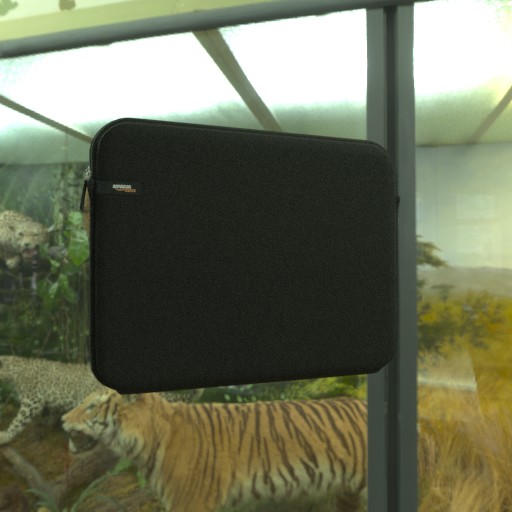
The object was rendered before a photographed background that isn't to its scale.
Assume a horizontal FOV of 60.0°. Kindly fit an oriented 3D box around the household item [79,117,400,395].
[{"bbox_3d":[0.000,0.000,0.534,0.396,0.305,0.030,0,-1,-18],"label":"household item"}]
